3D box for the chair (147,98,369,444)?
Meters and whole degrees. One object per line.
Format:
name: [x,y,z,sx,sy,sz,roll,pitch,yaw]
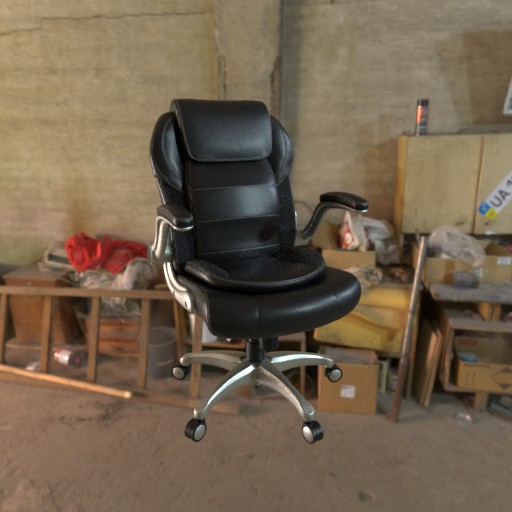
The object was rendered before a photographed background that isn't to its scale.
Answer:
chair: [0.000,0.000,1.665,0.724,1.141,0.801,-8,18,-24]
